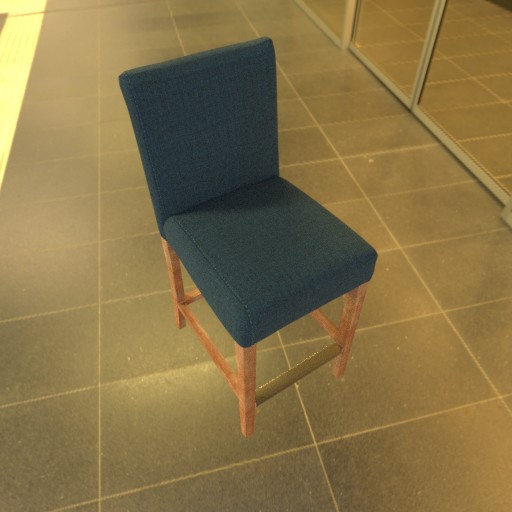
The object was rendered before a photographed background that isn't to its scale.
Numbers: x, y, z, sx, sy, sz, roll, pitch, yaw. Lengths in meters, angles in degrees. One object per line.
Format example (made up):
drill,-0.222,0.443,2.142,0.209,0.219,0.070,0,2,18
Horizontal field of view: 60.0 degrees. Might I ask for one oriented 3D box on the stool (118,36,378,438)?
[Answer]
stool,0.000,0.000,1.337,0.454,1.039,0.567,-25,51,-23
